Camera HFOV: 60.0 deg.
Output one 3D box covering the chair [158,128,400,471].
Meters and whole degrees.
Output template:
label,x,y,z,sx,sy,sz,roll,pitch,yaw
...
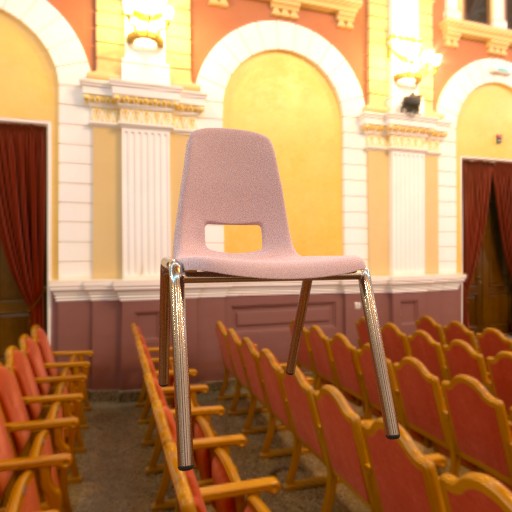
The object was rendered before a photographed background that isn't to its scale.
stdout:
label,x,y,z,sx,sy,sz,roll,pitch,yaw
chair,0.000,0.000,0.847,0.354,0.586,0.423,0,1,-18
